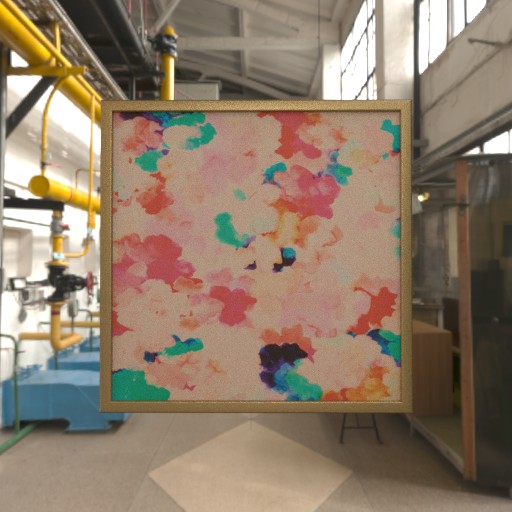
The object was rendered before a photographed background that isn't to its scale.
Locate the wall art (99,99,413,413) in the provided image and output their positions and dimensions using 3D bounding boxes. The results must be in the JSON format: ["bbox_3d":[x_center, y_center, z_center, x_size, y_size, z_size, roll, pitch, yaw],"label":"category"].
[{"bbox_3d":[0.000,0.000,0.450,0.304,0.305,0.038,0,-1,0],"label":"wall art"}]
